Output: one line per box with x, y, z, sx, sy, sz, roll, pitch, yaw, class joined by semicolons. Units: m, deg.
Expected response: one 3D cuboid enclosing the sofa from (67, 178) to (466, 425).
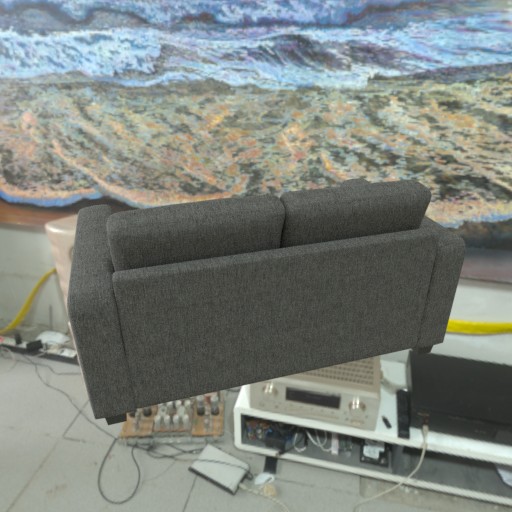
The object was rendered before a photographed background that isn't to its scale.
0.000;0.000;2.012;1.520;0.800;0.900;-8;29;-15;sofa
